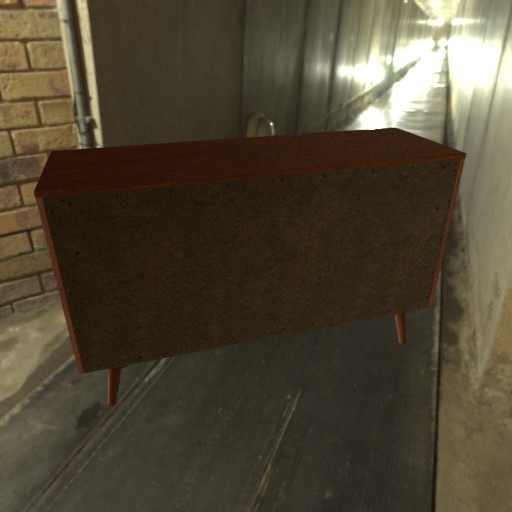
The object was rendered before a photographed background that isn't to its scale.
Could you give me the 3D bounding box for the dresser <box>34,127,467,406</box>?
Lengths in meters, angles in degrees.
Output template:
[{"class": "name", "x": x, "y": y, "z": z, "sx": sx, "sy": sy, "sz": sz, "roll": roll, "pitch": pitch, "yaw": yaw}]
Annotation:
[{"class": "dresser", "x": 0.000, "y": 0.000, "z": 1.869, "sx": 1.472, "sy": 0.889, "sz": 0.500, "roll": -8, "pitch": 29, "yaw": -15}]
